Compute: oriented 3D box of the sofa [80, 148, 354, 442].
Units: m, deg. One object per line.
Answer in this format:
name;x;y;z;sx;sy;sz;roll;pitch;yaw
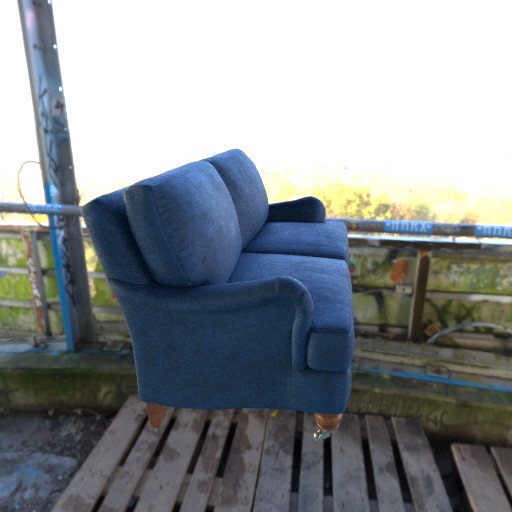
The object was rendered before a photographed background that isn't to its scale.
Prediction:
sofa;0.000;0.000;2.576;1.084;1.101;1.853;3;18;9
